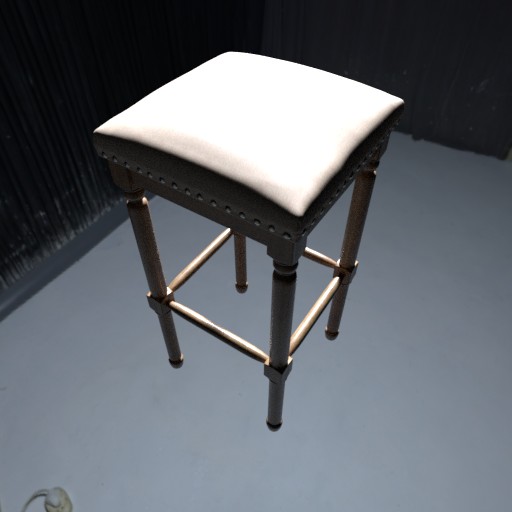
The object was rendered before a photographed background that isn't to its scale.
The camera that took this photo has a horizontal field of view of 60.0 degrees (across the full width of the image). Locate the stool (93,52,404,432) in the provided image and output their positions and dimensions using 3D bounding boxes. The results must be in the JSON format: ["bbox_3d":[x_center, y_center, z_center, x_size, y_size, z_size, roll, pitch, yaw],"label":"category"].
[{"bbox_3d":[0.000,0.000,0.978,0.383,0.768,0.382,26,52,22],"label":"stool"}]
